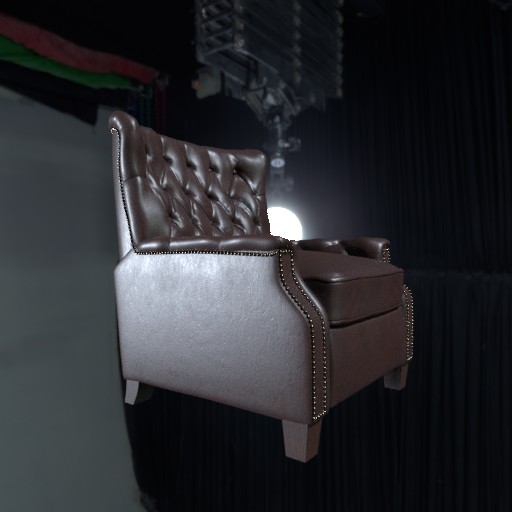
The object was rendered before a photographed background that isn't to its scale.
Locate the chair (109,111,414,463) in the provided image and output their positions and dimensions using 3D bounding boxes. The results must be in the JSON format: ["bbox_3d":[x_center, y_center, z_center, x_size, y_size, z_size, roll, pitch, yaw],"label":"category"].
[{"bbox_3d":[0.000,0.000,1.422,0.823,0.864,0.709,1,2,37],"label":"chair"}]
